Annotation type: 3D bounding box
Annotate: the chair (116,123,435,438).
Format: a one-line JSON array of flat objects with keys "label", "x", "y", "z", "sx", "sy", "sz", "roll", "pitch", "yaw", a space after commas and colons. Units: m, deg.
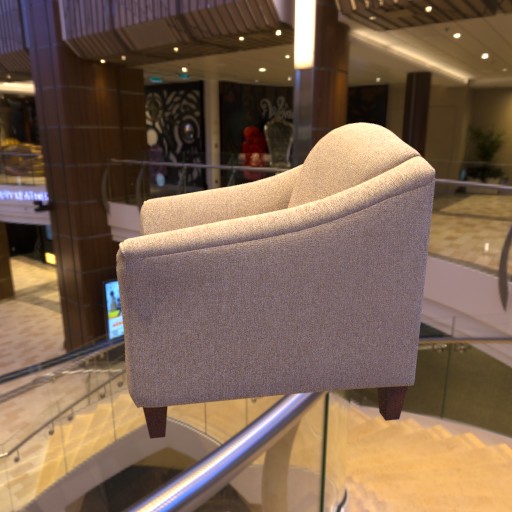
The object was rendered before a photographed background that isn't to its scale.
[{"label": "chair", "x": 0.000, "y": 0.000, "z": 1.451, "sx": 0.787, "sy": 0.839, "sz": 0.763, "roll": -2, "pitch": 15, "yaw": -9}]
